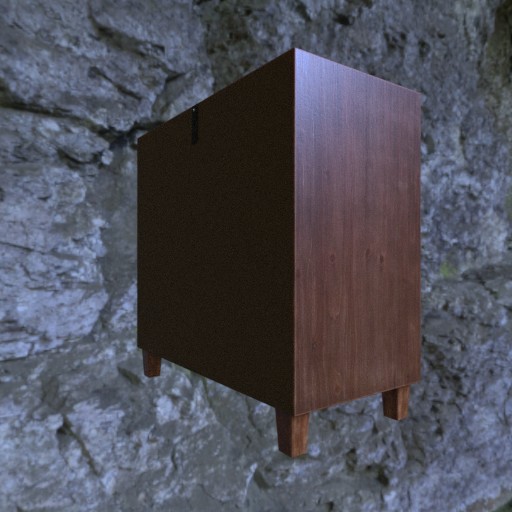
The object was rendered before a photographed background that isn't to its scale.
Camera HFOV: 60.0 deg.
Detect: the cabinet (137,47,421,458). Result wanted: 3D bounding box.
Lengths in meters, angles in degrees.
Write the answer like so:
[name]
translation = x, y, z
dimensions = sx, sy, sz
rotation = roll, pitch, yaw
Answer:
[cabinet]
translation = 0.000, 0.000, 1.270
dimensions = 0.412, 0.785, 0.796
rotation = 0, 0, -36
